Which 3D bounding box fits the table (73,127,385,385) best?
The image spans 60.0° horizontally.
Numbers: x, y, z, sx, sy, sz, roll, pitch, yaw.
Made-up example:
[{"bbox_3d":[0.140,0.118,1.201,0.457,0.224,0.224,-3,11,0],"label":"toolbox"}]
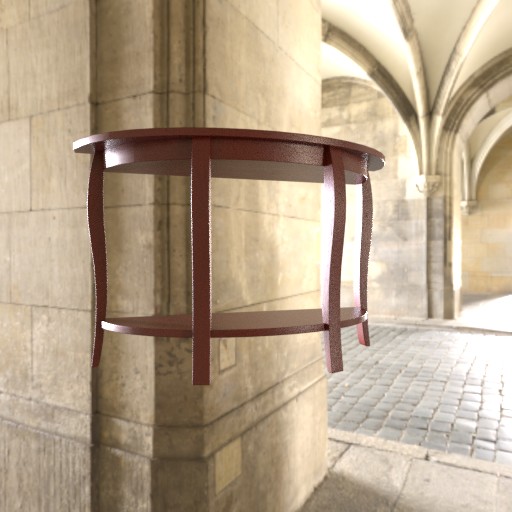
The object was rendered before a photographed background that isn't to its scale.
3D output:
[{"bbox_3d":[0.000,0.000,1.569,1.219,0.779,0.405,0,1,-18],"label":"table"}]
